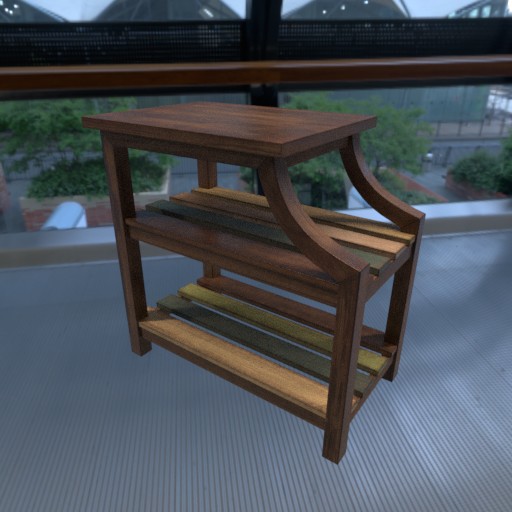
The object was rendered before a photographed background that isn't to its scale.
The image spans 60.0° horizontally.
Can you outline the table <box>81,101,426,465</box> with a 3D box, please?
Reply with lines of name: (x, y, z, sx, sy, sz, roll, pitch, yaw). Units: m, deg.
table: (0.000, 0.000, 0.979, 0.609, 0.584, 0.356, 17, 30, 32)
